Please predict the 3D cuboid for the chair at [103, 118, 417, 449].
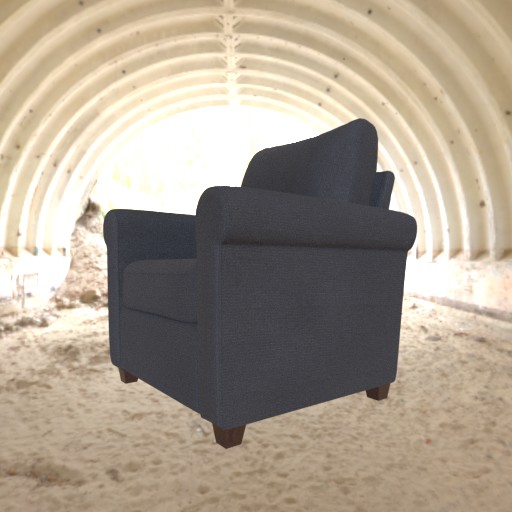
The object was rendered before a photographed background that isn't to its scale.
[{"bbox_3d":[0.000,0.000,1.594,0.828,0.942,0.867,0,1,-37],"label":"chair"}]
